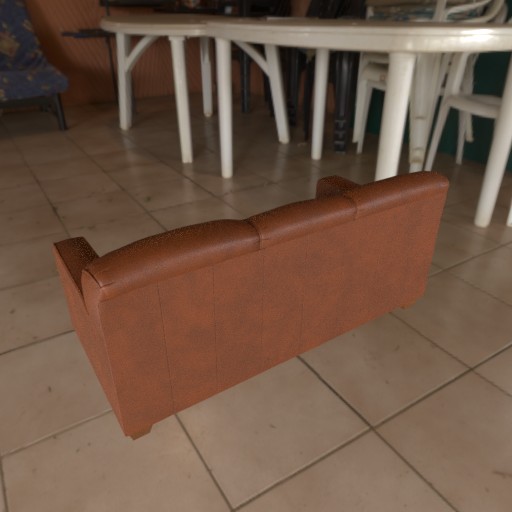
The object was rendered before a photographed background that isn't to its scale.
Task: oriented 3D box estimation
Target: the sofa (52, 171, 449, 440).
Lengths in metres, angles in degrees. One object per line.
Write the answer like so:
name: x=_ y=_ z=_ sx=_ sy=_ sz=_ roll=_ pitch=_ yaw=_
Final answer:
sofa: x=0.000 y=0.000 z=2.573 sx=2.039 sy=0.953 sz=1.008 roll=-18 pitch=34 yaw=-29
